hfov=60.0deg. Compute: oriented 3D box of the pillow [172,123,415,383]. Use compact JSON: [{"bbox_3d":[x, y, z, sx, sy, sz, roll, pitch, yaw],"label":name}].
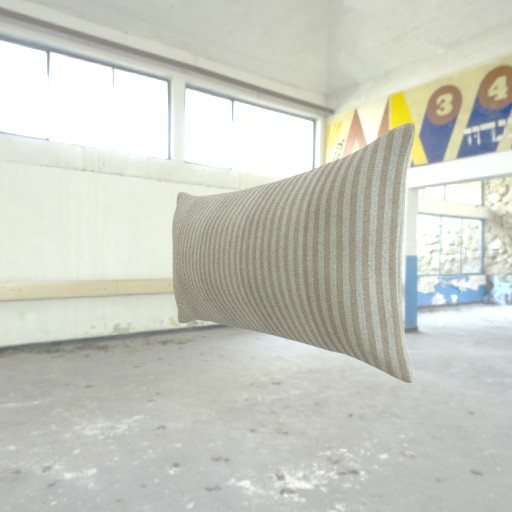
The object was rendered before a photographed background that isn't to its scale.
[{"bbox_3d":[0.000,0.000,0.746,0.151,0.295,0.617,0,-1,-35],"label":"pillow"}]
